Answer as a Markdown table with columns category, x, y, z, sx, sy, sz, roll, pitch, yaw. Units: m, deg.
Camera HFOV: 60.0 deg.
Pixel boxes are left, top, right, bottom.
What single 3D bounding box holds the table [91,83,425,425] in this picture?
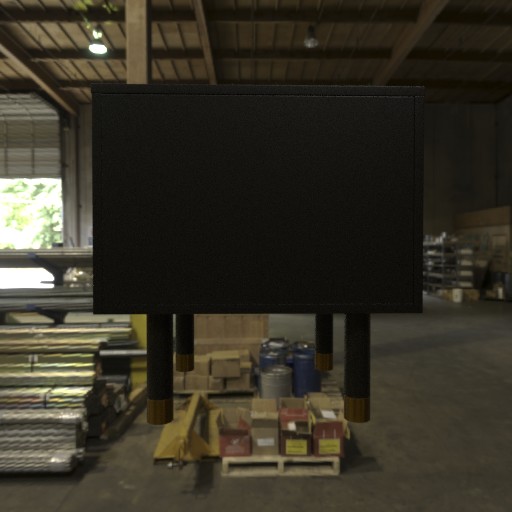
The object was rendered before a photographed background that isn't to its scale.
| category | x | y | z | sx | sy | sz | roll | pitch | yaw |
| --- | --- | --- | --- | --- | --- | --- | --- | --- | --- |
| table | 0.000 | 0.000 | 0.972 | 0.564 | 0.584 | 0.441 | 0 | 1 | -2 |
